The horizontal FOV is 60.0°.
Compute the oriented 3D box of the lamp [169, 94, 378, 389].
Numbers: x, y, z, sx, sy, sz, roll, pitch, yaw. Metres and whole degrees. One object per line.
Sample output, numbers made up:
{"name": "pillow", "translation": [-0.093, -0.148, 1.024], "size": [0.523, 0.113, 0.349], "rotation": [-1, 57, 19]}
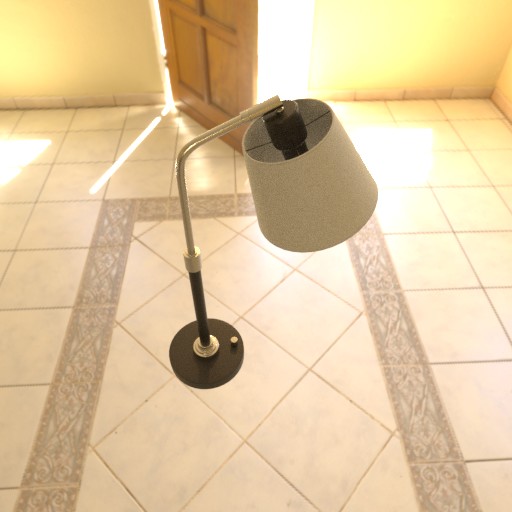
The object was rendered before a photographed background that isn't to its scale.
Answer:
{"name": "lamp", "translation": [0.000, 0.000, 0.710], "size": [0.348, 0.539, 0.181], "rotation": [-9, 48, -8]}
